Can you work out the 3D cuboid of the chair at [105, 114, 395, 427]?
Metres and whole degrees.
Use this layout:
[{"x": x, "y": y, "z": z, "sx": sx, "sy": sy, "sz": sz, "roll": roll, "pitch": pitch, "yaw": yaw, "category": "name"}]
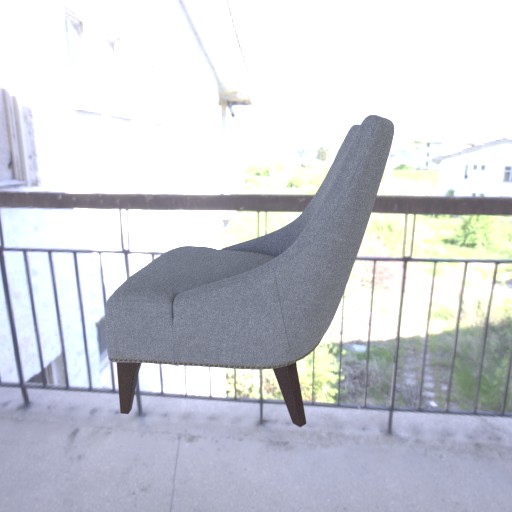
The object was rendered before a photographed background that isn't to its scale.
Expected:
[{"x": 0.000, "y": 0.000, "z": 1.558, "sx": 0.861, "sy": 0.909, "sz": 0.701, "roll": 2, "pitch": 14, "yaw": 7, "category": "chair"}]
